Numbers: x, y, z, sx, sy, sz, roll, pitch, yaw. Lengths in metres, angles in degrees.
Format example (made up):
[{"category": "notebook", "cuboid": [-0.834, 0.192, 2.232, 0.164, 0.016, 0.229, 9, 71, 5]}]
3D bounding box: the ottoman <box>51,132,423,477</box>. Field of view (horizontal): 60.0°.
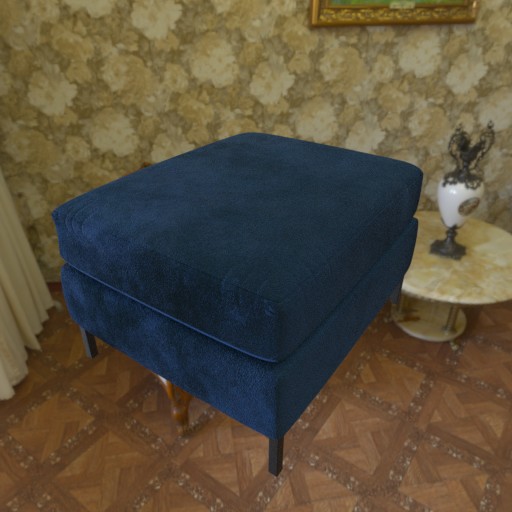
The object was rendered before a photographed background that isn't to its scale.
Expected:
[{"category": "ottoman", "cuboid": [0.000, 0.000, 1.198, 0.655, 0.485, 0.794, 20, 36, 29]}]
